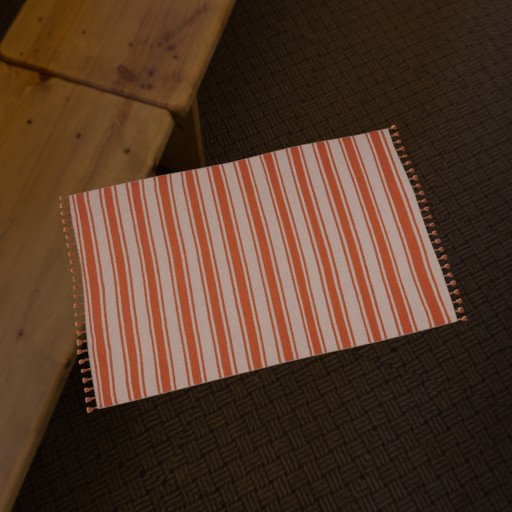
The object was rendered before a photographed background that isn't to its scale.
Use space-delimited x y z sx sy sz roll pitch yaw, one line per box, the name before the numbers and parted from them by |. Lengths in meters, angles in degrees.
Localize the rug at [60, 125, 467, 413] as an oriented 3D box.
rug | 0.000 0.000 2.500 2.092 0.017 1.232 -13 75 -4
